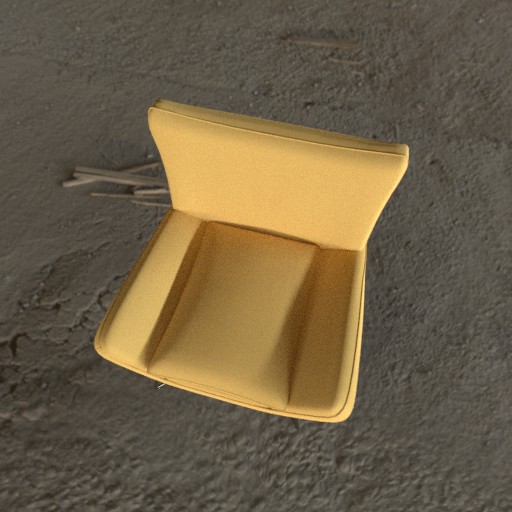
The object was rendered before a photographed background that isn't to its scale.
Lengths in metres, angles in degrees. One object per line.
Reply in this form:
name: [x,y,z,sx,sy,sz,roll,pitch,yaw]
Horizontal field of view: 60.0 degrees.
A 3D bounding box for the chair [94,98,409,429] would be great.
chair: [0.000,0.000,1.633,0.859,0.855,1.008,13,59,8]
